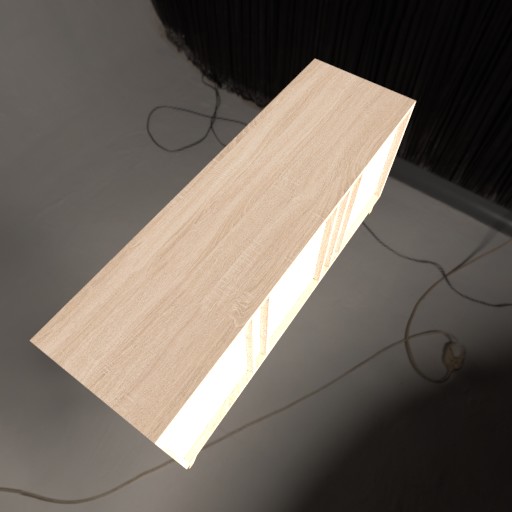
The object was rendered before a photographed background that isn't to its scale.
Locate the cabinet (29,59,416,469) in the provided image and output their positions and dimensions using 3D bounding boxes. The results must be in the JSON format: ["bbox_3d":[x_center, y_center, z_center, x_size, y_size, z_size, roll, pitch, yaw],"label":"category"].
[{"bbox_3d":[0.000,0.000,1.934,0.500,0.780,1.649,31,64,17],"label":"cabinet"}]
